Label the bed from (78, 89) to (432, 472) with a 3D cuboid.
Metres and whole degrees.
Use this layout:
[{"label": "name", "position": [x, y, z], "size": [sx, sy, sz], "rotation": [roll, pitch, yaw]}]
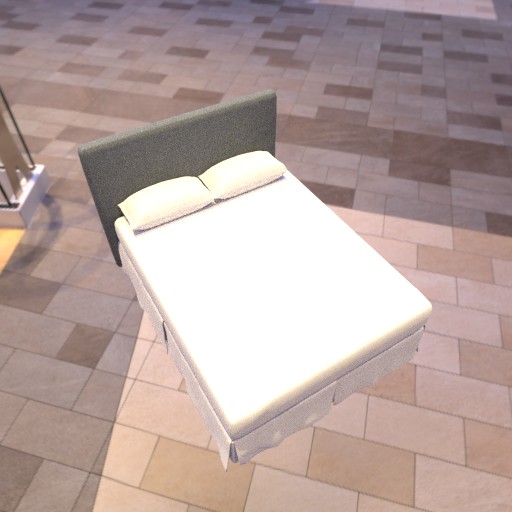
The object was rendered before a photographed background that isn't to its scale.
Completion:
[{"label": "bed", "position": [0.000, 0.000, 3.292], "size": [1.723, 1.330, 2.142], "rotation": [-24, 52, -21]}]
